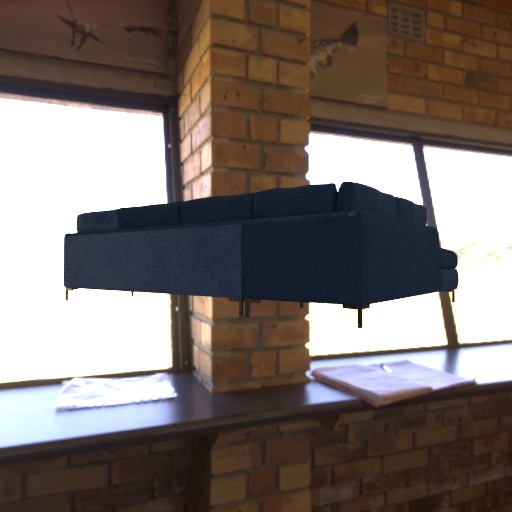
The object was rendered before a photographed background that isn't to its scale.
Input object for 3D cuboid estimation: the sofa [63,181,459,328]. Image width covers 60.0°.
[{"bbox_3d":[0.000,0.000,3.952,2.949,0.815,2.007,-1,-1,37],"label":"sofa"}]
